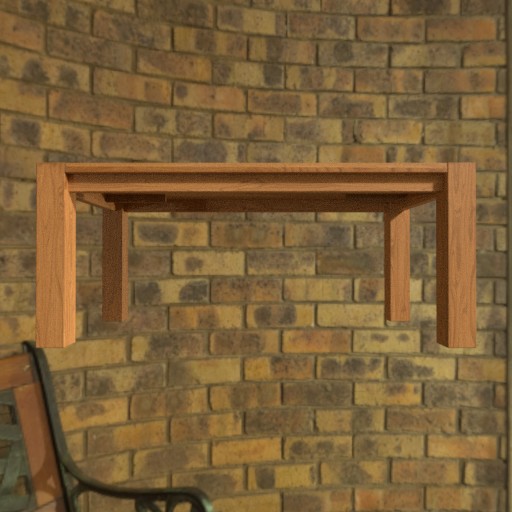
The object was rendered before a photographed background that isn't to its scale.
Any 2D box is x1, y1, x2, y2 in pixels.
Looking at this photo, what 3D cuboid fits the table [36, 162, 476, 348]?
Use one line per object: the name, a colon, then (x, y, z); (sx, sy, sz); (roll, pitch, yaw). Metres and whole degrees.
table: (0.000, 0.000, 2.261); (1.800, 0.760, 0.900); (0, 0, 0)
